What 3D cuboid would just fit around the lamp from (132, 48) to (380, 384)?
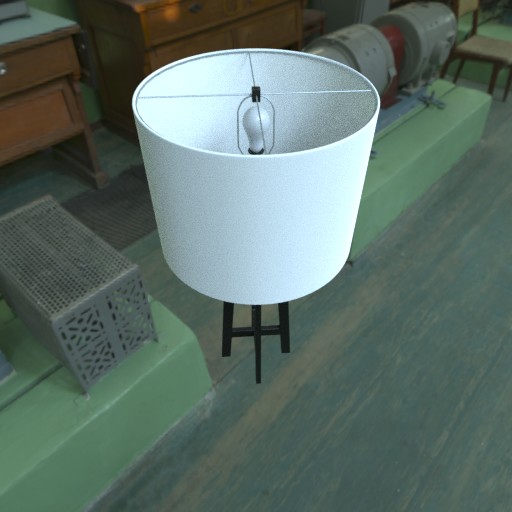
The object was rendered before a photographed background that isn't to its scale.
[{"bbox_3d":[0.000,0.000,0.636,0.257,0.489,0.257,31,52,28],"label":"lamp"}]
